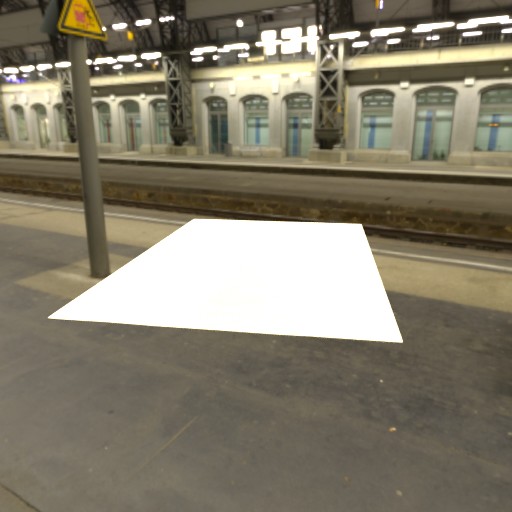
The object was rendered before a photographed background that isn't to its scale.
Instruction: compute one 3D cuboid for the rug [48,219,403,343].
[{"bbox_3d":[0.000,0.000,2.375,1.234,0.006,1.850,2,16,8],"label":"rug"}]
